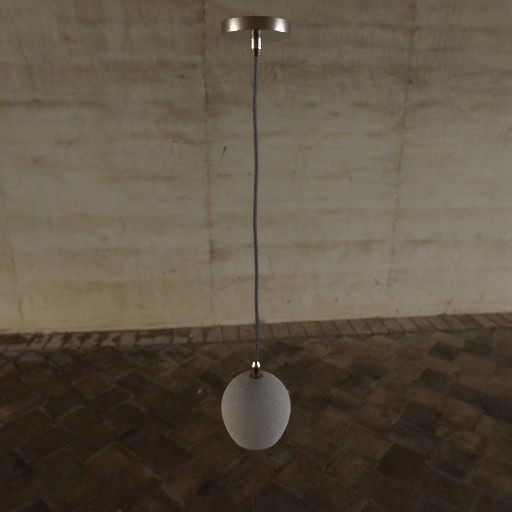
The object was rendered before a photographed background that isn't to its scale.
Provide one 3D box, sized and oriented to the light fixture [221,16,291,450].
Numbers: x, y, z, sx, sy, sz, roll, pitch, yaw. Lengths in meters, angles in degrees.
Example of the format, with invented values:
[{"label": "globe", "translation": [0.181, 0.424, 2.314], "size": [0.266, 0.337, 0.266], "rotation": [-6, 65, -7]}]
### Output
[{"label": "light fixture", "translation": [0.000, 0.000, 0.808], "size": [0.139, 0.764, 0.139], "rotation": [8, 18, 25]}]
